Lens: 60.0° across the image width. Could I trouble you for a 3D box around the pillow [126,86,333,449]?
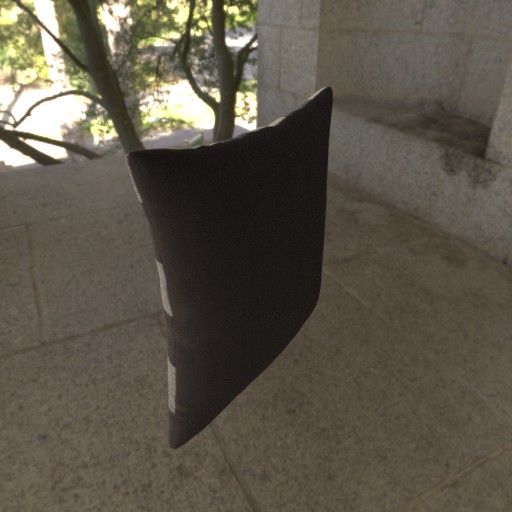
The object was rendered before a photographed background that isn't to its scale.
[{"bbox_3d":[0.000,0.000,0.797,0.161,0.509,0.511,19,35,29],"label":"pillow"}]
